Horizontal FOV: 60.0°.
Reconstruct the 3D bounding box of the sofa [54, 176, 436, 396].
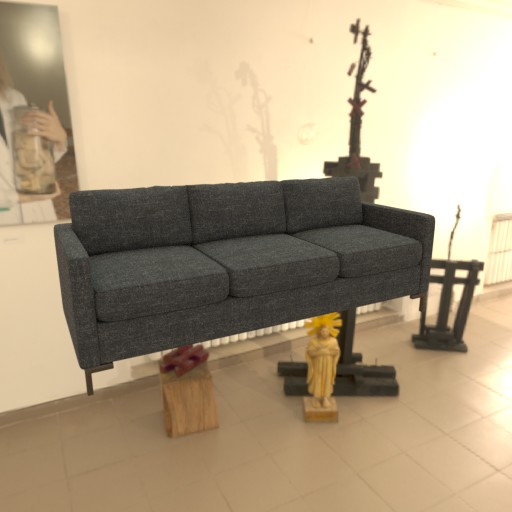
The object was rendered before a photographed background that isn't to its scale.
[{"bbox_3d":[0.000,0.000,2.761,2.218,0.874,0.859,-8,17,-27],"label":"sofa"}]
